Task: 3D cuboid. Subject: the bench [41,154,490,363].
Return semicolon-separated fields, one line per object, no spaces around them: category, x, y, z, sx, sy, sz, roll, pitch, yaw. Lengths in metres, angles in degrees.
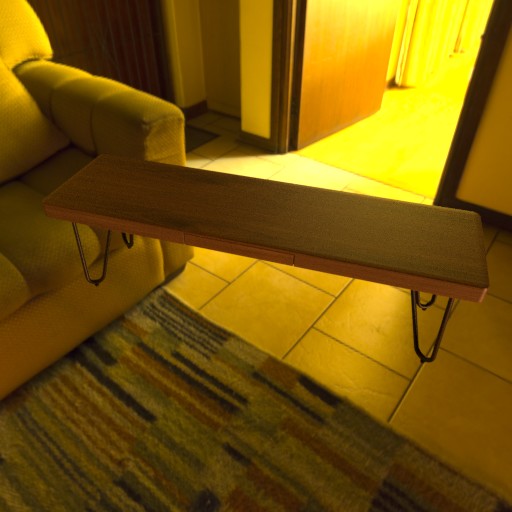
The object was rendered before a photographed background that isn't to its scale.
bench;0.000;0.000;1.776;1.570;0.462;0.425;11;41;13
